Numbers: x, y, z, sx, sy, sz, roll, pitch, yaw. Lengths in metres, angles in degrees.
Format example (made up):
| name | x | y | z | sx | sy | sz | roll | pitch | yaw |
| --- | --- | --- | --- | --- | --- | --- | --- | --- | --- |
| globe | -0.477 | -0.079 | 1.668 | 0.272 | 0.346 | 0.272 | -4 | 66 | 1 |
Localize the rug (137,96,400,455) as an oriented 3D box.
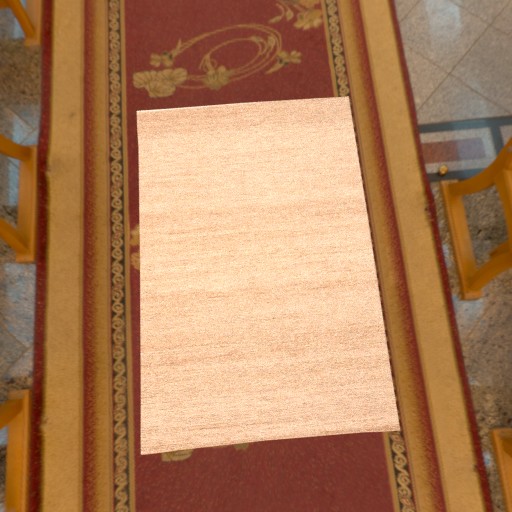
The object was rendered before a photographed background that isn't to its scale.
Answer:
| name | x | y | z | sx | sy | sz | roll | pitch | yaw |
| --- | --- | --- | --- | --- | --- | --- | --- | --- | --- |
| rug | 0.000 | 0.000 | 2.968 | 1.574 | 0.029 | 2.346 | -4 | 75 | -1 |
